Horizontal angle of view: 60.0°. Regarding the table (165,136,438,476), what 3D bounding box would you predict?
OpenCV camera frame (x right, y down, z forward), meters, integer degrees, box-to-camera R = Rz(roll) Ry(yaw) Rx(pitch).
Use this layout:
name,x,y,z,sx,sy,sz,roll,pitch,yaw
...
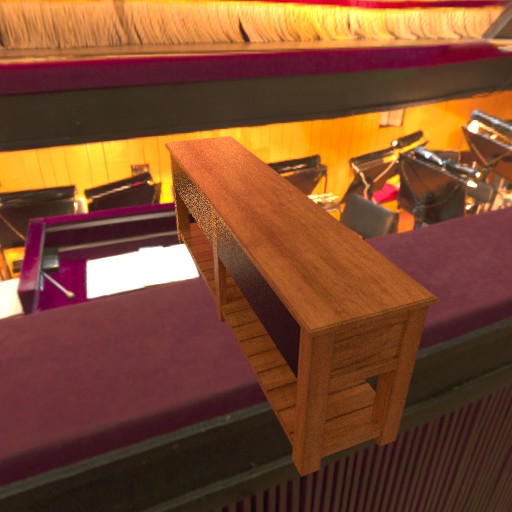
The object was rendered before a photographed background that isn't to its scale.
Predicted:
name,x,y,z,sx,sy,sz,roll,pitch,yaw
table,0.000,0.000,2.083,0.425,0.635,1.815,-11,32,-19
